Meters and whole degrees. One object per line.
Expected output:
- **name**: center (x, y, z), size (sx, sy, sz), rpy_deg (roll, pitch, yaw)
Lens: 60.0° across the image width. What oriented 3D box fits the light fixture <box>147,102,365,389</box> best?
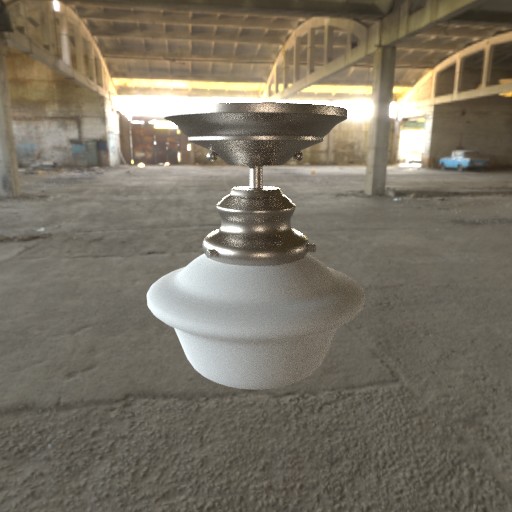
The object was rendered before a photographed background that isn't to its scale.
- **light fixture**: center (0.000, 0.000, 0.405), size (0.199, 0.254, 0.199), rpy_deg (0, 14, 0)
